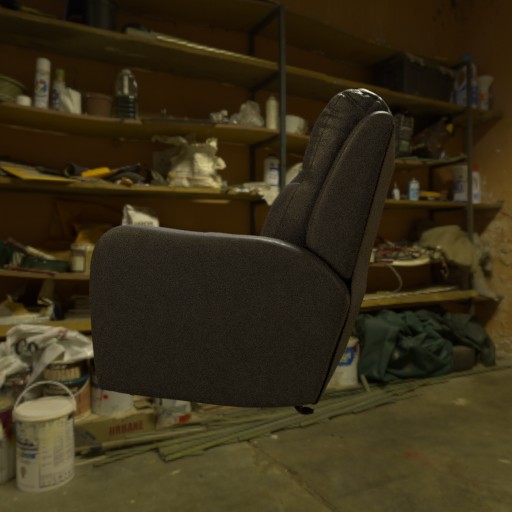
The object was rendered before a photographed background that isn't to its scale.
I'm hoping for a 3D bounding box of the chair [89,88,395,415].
[{"bbox_3d":[0.000,0.000,1.786,1.067,1.067,0.865,0,1,18],"label":"chair"}]
